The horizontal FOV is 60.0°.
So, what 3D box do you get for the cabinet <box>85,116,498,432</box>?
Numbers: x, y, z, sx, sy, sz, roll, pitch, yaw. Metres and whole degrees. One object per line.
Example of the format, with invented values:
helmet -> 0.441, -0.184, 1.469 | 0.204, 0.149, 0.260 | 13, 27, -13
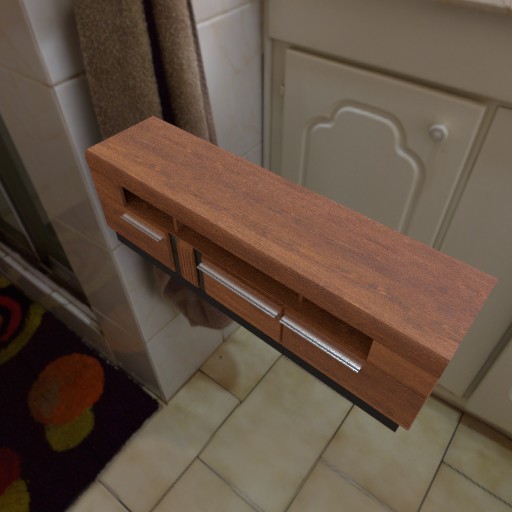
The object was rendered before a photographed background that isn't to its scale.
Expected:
cabinet -> 0.000, 0.000, 1.798 | 1.600, 0.510, 0.419 | 31, 53, 26
